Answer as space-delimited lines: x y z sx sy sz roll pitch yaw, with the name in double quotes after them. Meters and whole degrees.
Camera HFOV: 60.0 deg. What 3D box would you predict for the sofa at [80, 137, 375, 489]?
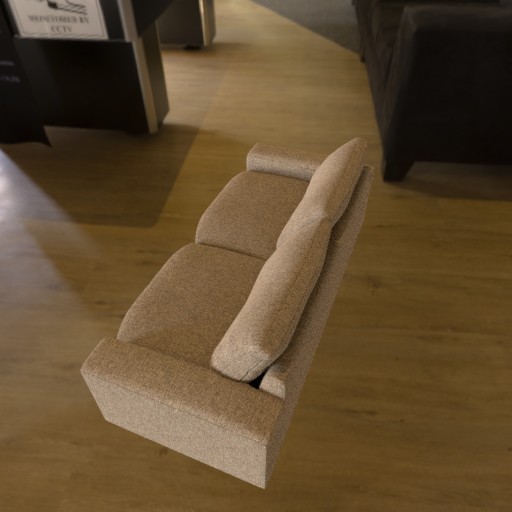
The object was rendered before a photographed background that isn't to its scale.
0.000 0.000 2.840 1.040 0.922 2.299 16 47 16 "sofa"
